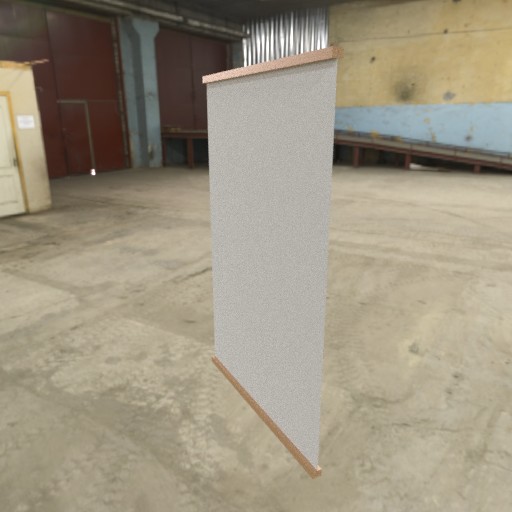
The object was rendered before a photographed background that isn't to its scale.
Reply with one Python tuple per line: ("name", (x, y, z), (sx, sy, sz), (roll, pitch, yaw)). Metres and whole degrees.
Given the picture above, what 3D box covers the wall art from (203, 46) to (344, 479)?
("wall art", (0.000, 0.000, 0.769), (0.016, 0.611, 0.401), (-9, 19, -27))
